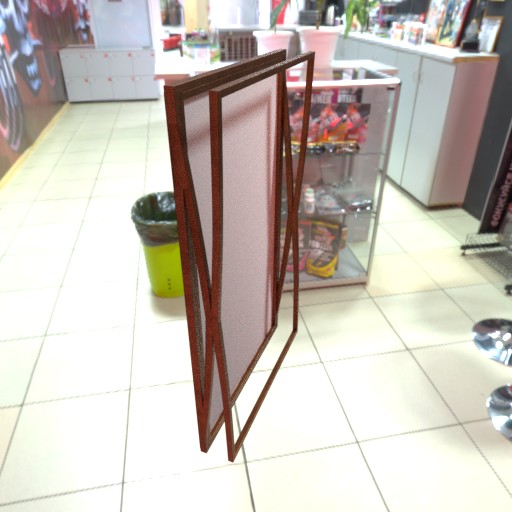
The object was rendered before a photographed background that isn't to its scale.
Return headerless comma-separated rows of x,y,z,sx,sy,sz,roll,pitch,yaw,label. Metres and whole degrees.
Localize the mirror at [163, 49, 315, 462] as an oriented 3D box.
0.000,0.000,0.958,0.082,0.768,0.468,12,33,19,mirror
